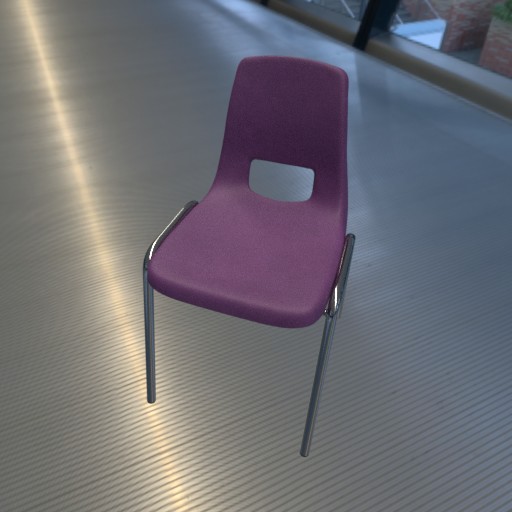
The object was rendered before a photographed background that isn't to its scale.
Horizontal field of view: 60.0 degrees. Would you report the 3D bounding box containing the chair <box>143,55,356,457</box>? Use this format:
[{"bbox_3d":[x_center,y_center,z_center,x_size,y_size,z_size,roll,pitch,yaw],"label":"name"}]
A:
[{"bbox_3d":[0.000,0.000,0.902,0.381,0.654,0.432,13,43,15],"label":"chair"}]
